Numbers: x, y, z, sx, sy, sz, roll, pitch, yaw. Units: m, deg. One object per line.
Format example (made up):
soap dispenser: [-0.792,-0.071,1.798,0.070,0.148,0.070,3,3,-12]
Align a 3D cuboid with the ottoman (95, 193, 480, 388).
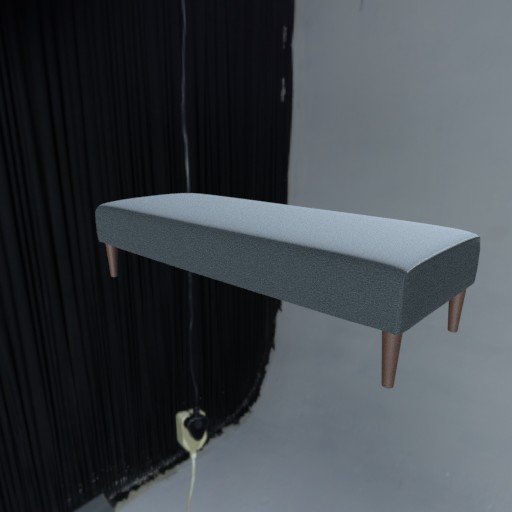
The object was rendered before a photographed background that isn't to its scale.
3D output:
ottoman: [0.000,0.000,1.904,1.609,0.393,0.646,14,20,41]
